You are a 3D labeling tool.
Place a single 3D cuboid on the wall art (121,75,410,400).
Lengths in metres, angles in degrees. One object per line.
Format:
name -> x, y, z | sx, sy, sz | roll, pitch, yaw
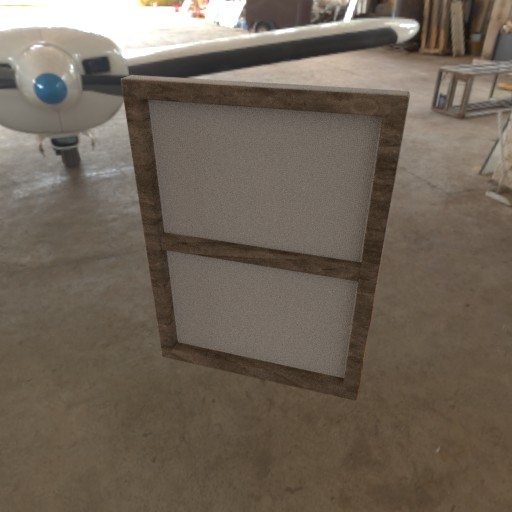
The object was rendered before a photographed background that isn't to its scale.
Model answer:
wall art -> 0.000, 0.000, 0.823 | 0.443, 0.605, 0.035 | 9, 33, 14
